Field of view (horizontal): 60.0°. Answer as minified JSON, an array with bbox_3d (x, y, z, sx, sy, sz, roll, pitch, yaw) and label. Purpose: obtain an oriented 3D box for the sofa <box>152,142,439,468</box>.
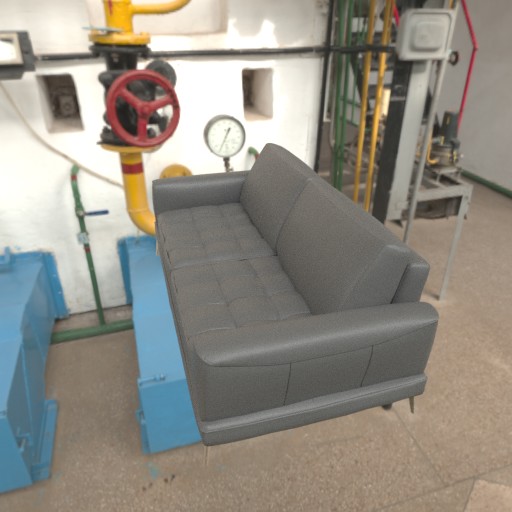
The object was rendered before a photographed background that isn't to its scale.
[{"bbox_3d":[0.000,0.000,2.718,1.121,0.930,2.177,-8,30,-14],"label":"sofa"}]
